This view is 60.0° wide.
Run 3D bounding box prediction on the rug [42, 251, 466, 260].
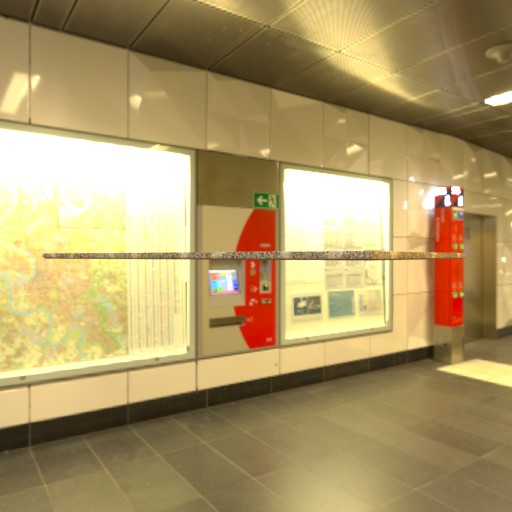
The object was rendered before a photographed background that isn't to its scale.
[{"bbox_3d":[0.000,0.000,2.078,1.600,0.025,1.200,0,0,36],"label":"rug"}]
